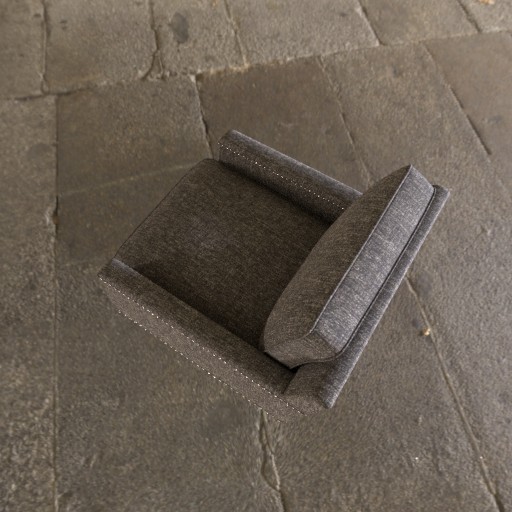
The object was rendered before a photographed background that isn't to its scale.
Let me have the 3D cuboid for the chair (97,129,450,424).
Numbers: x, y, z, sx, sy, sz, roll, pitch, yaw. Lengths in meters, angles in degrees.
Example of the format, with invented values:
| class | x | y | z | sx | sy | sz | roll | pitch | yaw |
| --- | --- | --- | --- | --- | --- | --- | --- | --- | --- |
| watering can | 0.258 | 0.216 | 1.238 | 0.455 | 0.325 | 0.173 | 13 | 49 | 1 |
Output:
| class | x | y | z | sx | sy | sz | roll | pitch | yaw |
| --- | --- | --- | --- | --- | --- | --- | --- | --- | --- |
| chair | 0.000 | 0.000 | 1.738 | 1.014 | 0.943 | 0.853 | 30 | 66 | 15 |
